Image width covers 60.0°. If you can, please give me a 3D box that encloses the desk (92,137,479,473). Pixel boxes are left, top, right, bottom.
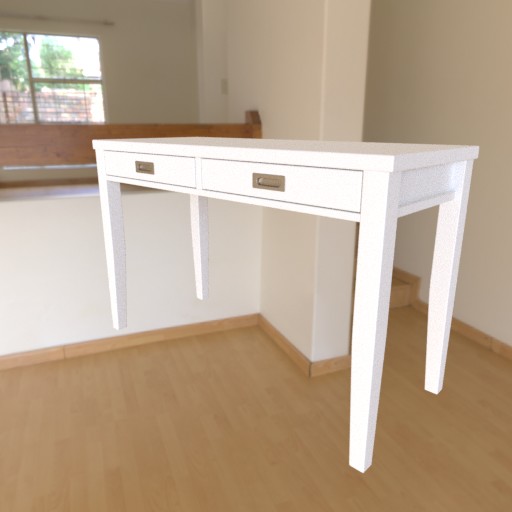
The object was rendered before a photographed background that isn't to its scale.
[{"bbox_3d":[0.000,0.000,1.558,1.220,0.775,0.508,15,22,41],"label":"desk"}]
